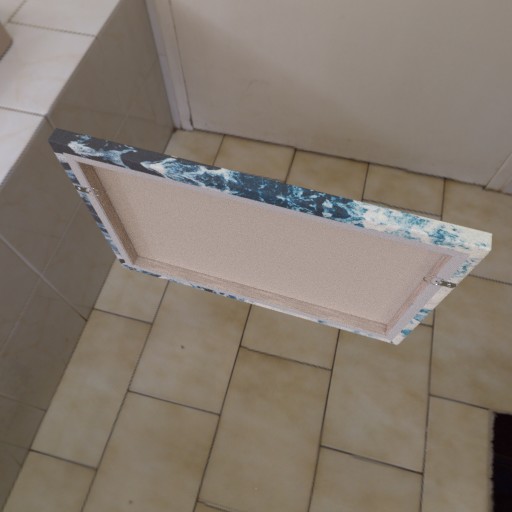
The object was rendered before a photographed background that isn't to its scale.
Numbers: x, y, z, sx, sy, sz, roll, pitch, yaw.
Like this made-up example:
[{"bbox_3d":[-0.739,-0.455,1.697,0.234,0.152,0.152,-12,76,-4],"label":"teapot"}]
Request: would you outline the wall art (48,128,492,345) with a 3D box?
[{"bbox_3d":[0.000,0.000,1.151,0.915,0.610,0.042,15,63,8],"label":"wall art"}]
